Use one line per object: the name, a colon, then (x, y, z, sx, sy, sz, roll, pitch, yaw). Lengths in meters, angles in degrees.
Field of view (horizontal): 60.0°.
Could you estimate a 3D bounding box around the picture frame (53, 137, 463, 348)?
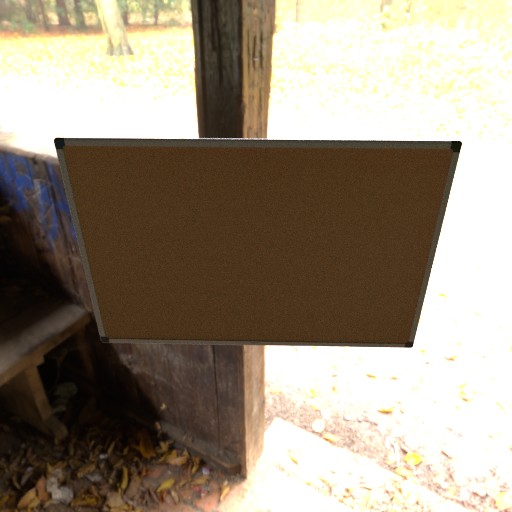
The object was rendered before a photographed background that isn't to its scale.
picture frame: (0.000, 0.000, 1.127, 0.900, 0.600, 0.010, 1, 31, 1)
